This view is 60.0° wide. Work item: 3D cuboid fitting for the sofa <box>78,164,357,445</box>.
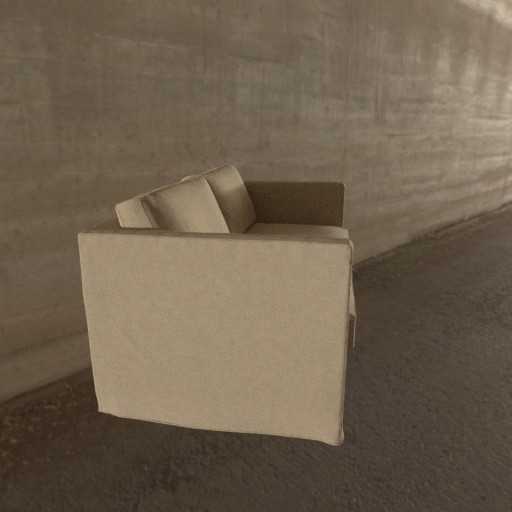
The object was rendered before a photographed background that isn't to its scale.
[{"bbox_3d":[0.000,0.000,2.293,0.962,0.835,1.719,3,16,10],"label":"sofa"}]
